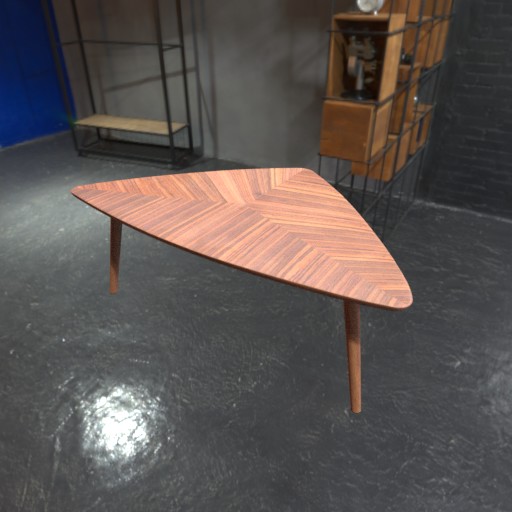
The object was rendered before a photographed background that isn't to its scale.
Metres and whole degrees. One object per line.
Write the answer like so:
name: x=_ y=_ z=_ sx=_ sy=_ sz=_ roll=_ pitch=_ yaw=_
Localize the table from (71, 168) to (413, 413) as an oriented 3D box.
table: x=0.000 y=0.000 z=1.336 sx=1.008 sy=0.365 sz=0.601 roll=19 pitch=37 yaw=28
